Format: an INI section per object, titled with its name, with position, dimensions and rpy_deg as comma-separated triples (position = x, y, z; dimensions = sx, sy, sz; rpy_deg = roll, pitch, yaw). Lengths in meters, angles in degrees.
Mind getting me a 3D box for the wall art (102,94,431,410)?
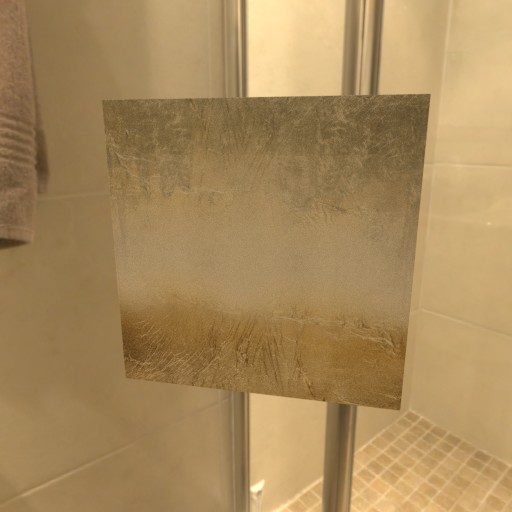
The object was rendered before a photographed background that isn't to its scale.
[wall art]
position = 0.000, 0.000, 0.905
dimensions = 0.610, 0.610, 0.038
rpy_deg = 3, 15, 12
